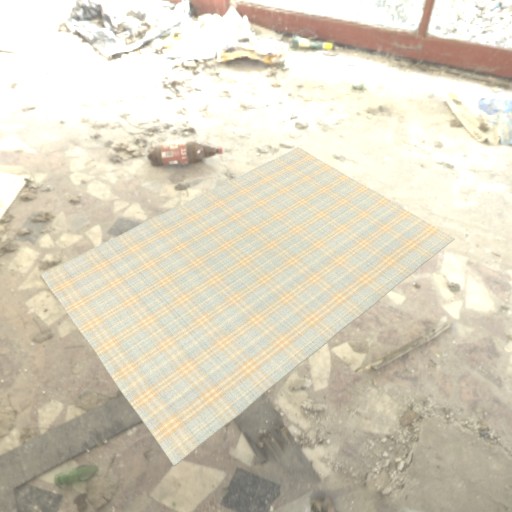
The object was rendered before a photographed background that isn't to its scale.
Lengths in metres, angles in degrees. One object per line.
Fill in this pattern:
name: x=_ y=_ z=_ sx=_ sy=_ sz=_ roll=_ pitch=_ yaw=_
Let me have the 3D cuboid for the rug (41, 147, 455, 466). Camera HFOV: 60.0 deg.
rug: x=0.000 y=0.000 z=2.337 sx=1.835 sy=0.012 sz=1.231 roll=-32 pitch=53 yaw=-27
